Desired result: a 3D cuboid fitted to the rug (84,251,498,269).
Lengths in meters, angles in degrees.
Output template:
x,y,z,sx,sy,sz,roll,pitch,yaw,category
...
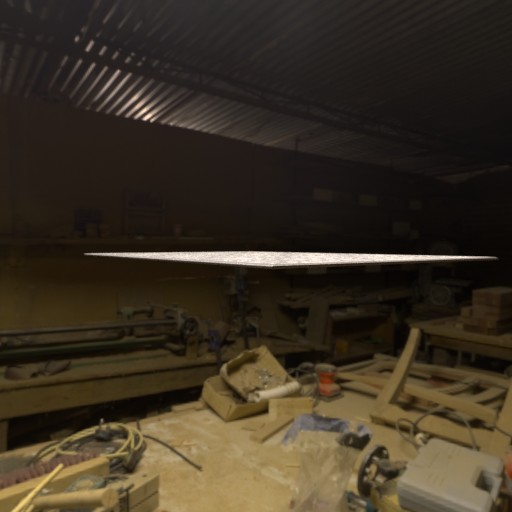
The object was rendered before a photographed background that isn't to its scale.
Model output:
x,y,z,sx,sy,sz,roll,pitch,yaw,category
0.000,0.000,2.280,1.224,0.012,1.847,-1,2,-36,rug
